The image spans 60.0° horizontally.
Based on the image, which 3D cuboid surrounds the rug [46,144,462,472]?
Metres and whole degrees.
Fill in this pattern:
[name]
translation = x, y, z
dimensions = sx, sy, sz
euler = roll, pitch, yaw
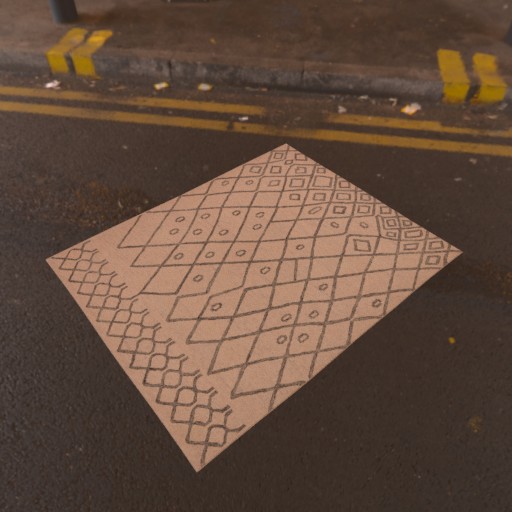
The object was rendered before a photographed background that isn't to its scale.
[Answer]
[rug]
translation = 0.000, 0.000, 4.146
dimensions = 3.046, 0.015, 2.446
euler = -31, 54, -26
